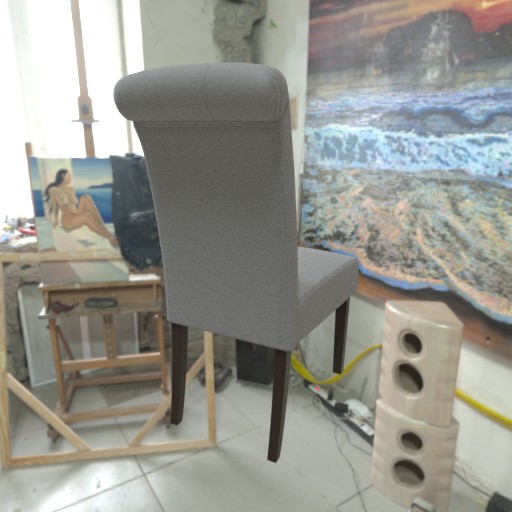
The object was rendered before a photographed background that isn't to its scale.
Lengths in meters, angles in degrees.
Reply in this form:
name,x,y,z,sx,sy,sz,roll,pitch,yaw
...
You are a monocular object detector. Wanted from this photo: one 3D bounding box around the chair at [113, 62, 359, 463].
name,x,y,z,sx,sy,sz,roll,pitch,yaw
chair,0.000,0.000,1.331,0.456,1.006,0.671,9,19,27
